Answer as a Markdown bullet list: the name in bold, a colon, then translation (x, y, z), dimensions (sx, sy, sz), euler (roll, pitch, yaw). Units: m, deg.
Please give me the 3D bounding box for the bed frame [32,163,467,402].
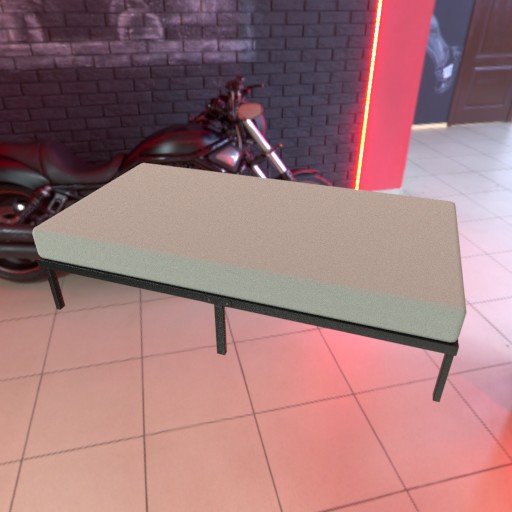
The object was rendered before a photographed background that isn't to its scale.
- **bed frame**: translation (0.000, 0.000, 3.206), dimensions (2.635, 0.680, 1.393), euler (10, 33, 16)
